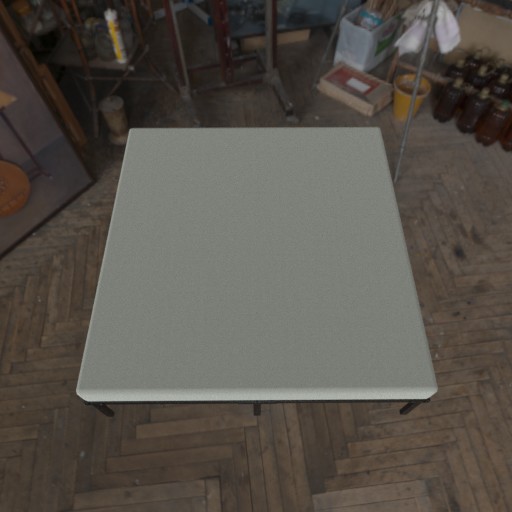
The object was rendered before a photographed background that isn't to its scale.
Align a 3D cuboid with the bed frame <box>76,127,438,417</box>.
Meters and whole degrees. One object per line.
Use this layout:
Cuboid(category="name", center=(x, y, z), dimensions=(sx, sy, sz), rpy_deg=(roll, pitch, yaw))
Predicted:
Cuboid(category="bed frame", center=(0.000, 0.000, 3.993), dimensions=(2.526, 0.680, 2.635), rpy_deg=(0, 58, 0))
